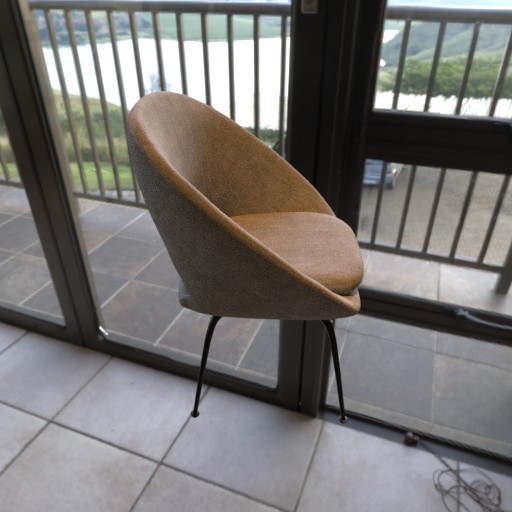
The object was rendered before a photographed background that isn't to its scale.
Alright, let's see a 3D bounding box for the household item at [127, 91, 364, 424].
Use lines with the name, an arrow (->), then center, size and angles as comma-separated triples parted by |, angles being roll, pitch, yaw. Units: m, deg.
household item -> 0.000, 0.000, 1.268 | 0.587, 0.869, 0.643 | 1, 32, 2
